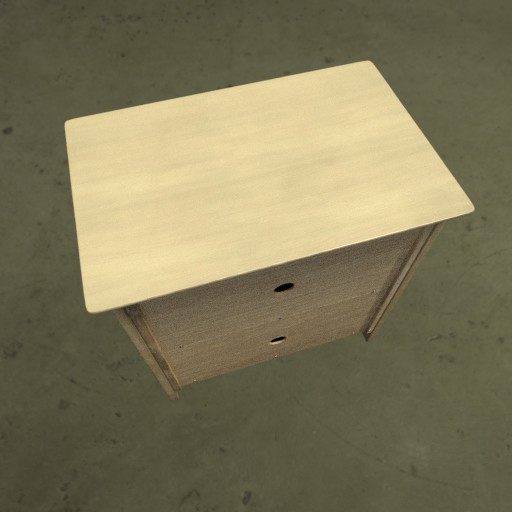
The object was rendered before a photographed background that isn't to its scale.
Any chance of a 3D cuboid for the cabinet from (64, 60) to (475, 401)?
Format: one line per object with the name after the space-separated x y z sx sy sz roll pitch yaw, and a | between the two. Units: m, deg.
0.000 0.000 1.266 0.763 0.762 0.503 -15 60 -9 | cabinet
